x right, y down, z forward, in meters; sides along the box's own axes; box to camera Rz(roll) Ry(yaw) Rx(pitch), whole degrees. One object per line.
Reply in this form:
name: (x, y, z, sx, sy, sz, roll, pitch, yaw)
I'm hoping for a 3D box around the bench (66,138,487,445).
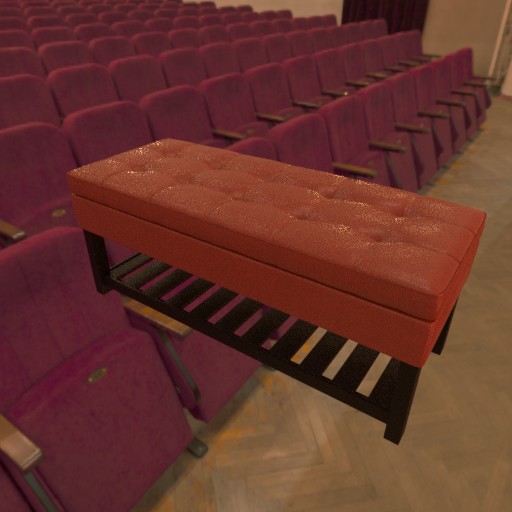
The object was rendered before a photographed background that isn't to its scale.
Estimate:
bench: (0.000, 0.000, 1.313, 1.105, 0.460, 0.432, 20, 36, 29)
